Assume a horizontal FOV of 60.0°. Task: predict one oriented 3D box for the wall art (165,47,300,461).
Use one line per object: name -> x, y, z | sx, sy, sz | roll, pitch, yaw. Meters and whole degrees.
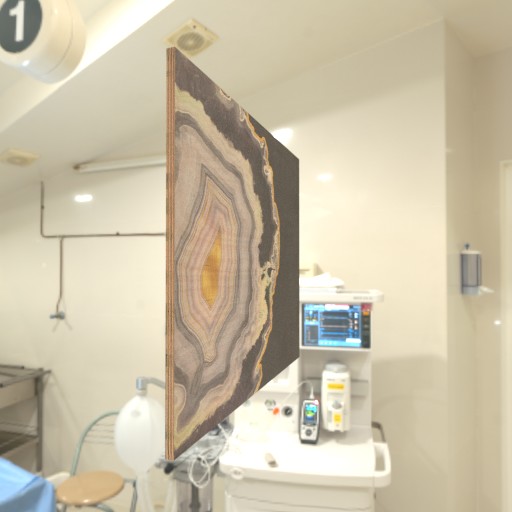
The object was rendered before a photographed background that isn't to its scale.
wall art -> 0.000, 0.000, 0.677 | 0.010, 0.408, 0.508 | 0, -1, 20
